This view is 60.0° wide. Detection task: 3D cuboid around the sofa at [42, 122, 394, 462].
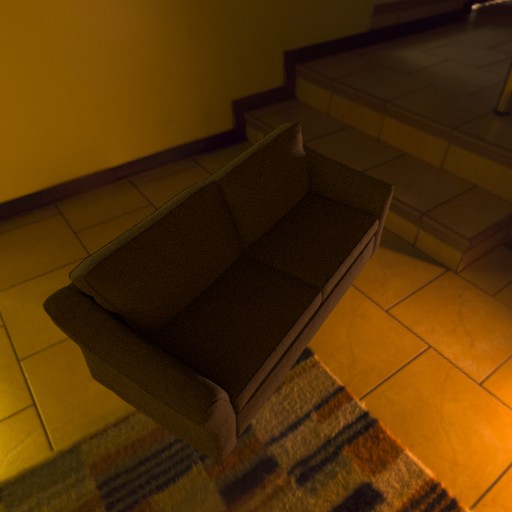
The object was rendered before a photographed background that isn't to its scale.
[{"bbox_3d":[0.000,0.000,2.774,0.971,0.950,2.270,24,46,25],"label":"sofa"}]
